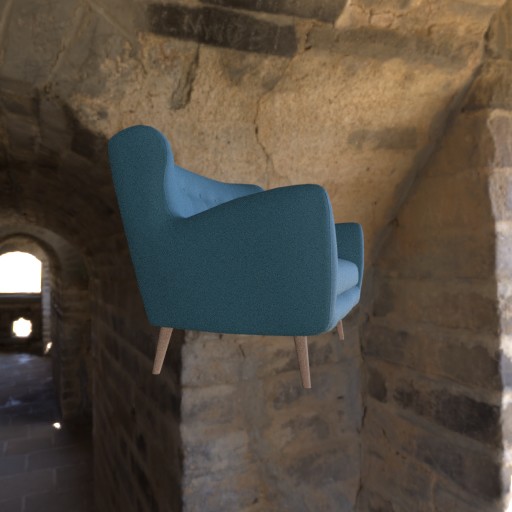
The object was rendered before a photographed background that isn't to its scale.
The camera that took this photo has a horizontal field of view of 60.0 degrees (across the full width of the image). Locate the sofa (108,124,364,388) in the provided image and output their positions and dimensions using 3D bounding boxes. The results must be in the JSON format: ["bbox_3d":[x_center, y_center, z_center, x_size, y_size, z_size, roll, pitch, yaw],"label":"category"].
[{"bbox_3d":[0.000,0.000,2.044,0.889,0.889,1.397,0,-1,18],"label":"sofa"}]
